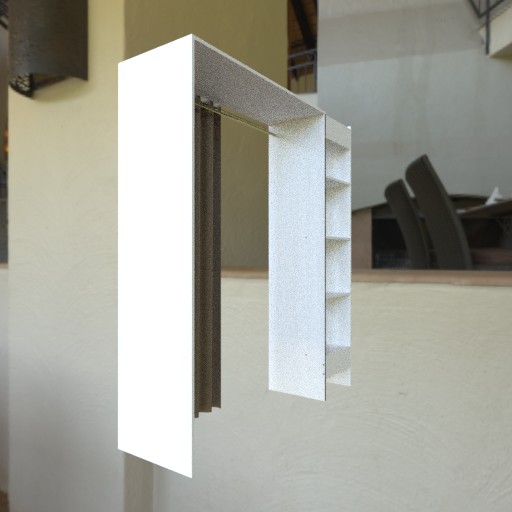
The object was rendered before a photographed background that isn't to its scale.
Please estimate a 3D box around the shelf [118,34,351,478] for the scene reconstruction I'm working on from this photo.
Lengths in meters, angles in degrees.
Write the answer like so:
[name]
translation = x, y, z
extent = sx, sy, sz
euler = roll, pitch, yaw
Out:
[shelf]
translation = 0.000, 0.000, 2.608
extent = 0.500, 1.820, 1.600
euler = 0, 0, 36
